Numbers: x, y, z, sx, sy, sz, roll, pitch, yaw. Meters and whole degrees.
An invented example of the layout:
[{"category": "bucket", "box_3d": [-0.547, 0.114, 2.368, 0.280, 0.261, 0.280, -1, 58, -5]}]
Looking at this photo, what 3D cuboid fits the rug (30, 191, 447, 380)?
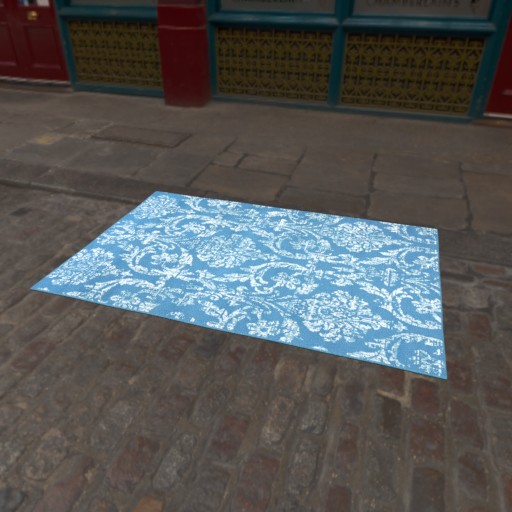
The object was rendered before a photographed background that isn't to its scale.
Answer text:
[{"category": "rug", "box_3d": [0.000, 0.000, 2.326, 1.833, 0.012, 1.211, 9, 33, 15]}]
